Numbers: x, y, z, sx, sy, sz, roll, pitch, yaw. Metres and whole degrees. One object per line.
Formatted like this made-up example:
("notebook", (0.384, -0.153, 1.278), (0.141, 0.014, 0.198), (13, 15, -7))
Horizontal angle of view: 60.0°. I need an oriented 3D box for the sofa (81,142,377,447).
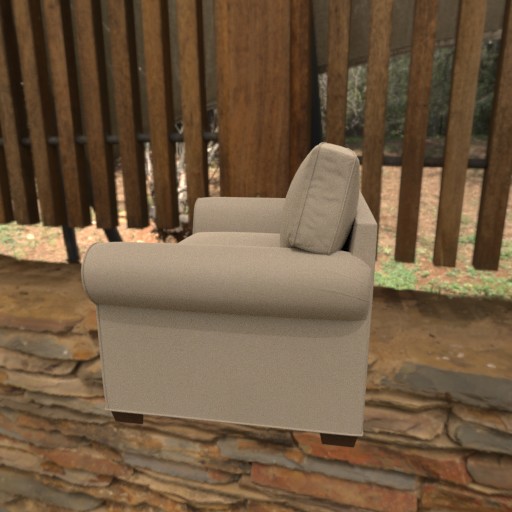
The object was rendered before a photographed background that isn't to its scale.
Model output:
("sofa", (0.000, 0.000, 2.029), (0.937, 1.006, 1.405), (2, 15, 9))
